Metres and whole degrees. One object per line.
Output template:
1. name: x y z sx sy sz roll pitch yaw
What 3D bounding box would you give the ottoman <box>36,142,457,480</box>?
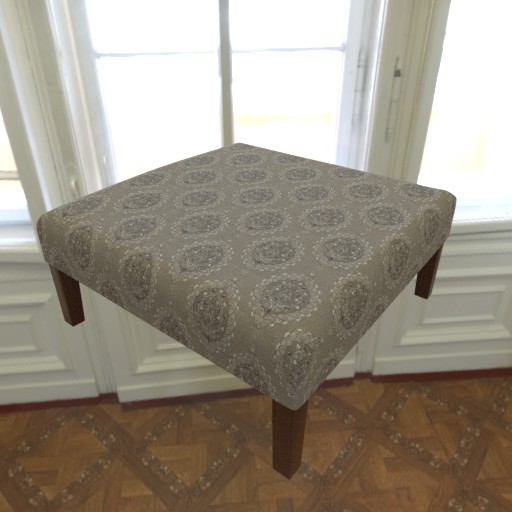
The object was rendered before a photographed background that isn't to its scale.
1. ottoman: 0.000 0.000 1.375 0.889 0.411 0.890 22 37 32
